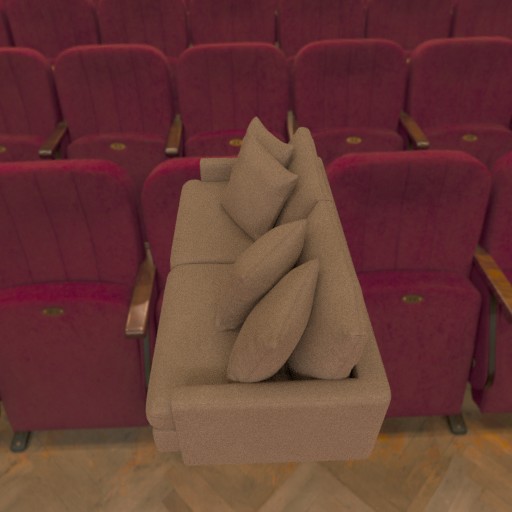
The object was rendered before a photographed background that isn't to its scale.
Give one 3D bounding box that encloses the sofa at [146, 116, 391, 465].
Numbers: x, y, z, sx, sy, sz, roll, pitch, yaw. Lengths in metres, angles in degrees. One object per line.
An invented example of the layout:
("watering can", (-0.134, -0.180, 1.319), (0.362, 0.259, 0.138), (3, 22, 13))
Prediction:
("sofa", (0.000, 0.000, 3.032), (1.228, 1.084, 2.380), (-1, 41, -2))
